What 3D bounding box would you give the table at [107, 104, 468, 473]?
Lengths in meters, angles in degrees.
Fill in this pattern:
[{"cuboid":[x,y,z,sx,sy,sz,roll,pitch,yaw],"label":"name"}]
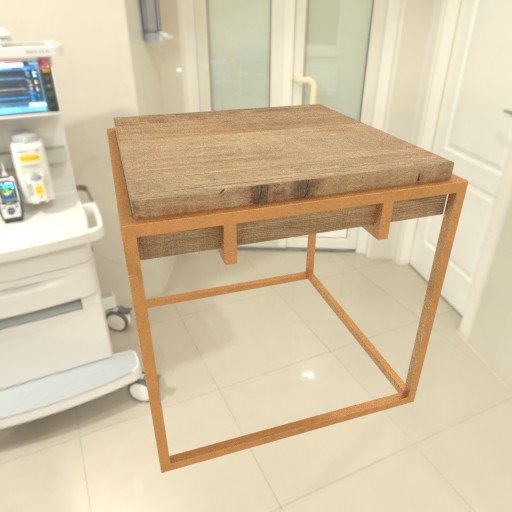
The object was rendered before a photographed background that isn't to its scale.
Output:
[{"cuboid":[0.000,0.000,1.083,0.599,0.584,0.599,-9,31,-16],"label":"table"}]
